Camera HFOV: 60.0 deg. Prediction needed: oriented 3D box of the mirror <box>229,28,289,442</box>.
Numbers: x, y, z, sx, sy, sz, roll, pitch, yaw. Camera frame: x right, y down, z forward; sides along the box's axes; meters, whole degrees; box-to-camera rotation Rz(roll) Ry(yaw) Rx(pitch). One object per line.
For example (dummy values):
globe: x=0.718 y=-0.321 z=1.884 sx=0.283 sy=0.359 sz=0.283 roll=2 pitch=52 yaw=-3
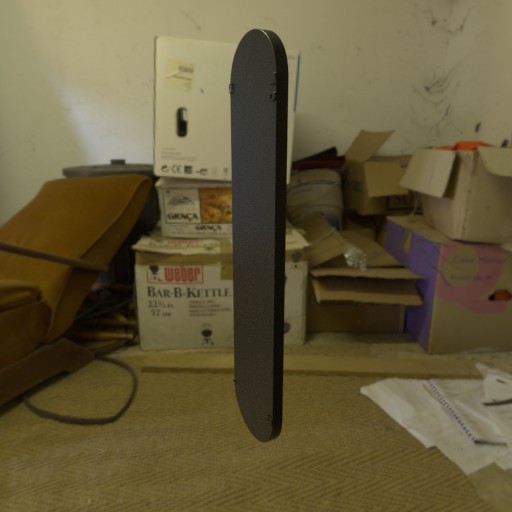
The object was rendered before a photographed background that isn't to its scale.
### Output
mirror: x=0.000 y=0.000 z=1.068 sx=0.032 sy=0.991 sz=0.222 roll=-8 pitch=17 yaw=-26
